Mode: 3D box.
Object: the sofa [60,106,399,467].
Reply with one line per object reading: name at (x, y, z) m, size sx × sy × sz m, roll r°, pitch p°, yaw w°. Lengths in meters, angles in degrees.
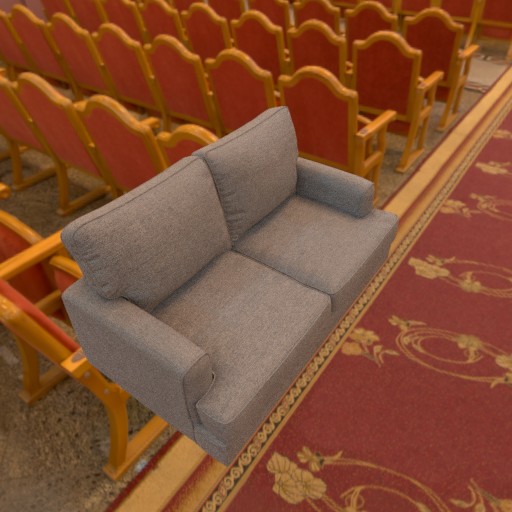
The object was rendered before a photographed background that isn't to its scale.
sofa at (0.000, 0.000, 2.279) m, size 0.965 × 0.965 × 1.651 m, roll 25°, pitch 47°, yaw 26°
